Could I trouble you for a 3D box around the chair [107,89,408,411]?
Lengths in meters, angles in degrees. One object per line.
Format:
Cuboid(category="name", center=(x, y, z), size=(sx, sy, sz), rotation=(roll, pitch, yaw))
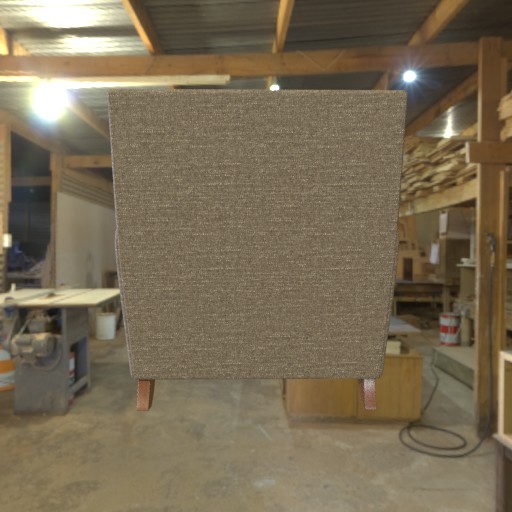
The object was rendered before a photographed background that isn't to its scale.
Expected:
Cuboid(category="chair", center=(0.000, 0.000, 1.563), size=(0.838, 0.885, 0.875), rotation=(0, 1, -1))
